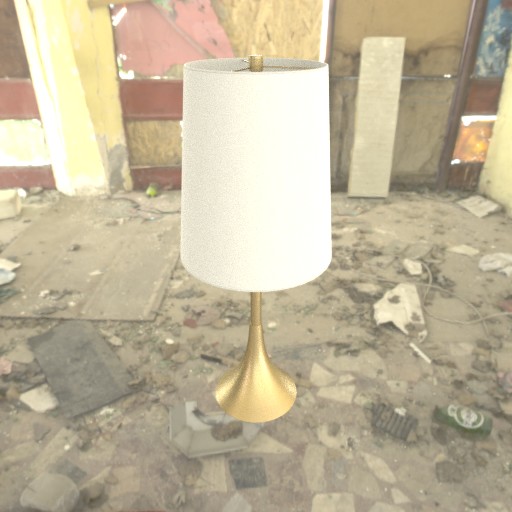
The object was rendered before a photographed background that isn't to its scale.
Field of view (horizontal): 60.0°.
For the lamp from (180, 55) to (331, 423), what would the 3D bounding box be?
[{"bbox_3d":[0.000,0.000,0.689,0.231,0.569,0.231,0,29,0],"label":"lamp"}]
